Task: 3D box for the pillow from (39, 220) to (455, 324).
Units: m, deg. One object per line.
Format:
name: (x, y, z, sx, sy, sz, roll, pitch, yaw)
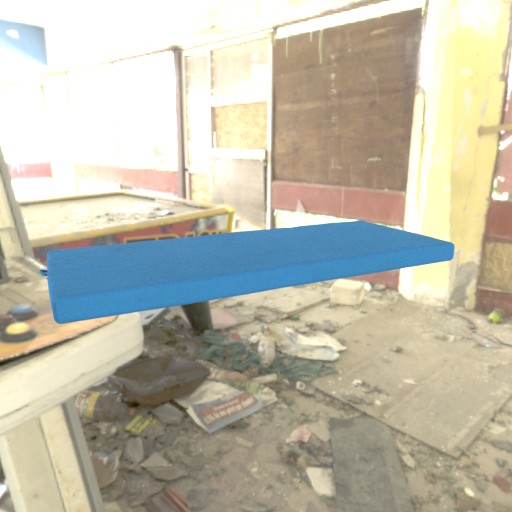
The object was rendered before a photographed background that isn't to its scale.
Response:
pillow: (0.000, 0.000, 1.342, 1.187, 0.081, 0.492, -7, 16, -25)
